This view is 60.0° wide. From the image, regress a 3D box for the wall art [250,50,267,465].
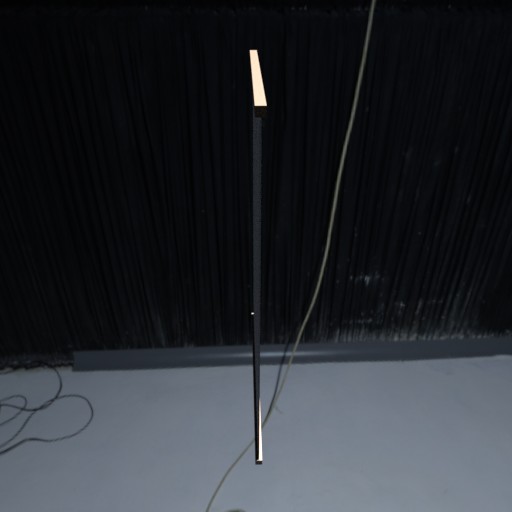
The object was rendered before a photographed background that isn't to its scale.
[{"bbox_3d":[0.000,0.000,1.940,0.030,1.519,0.990,-1,32,-1],"label":"wall art"}]
